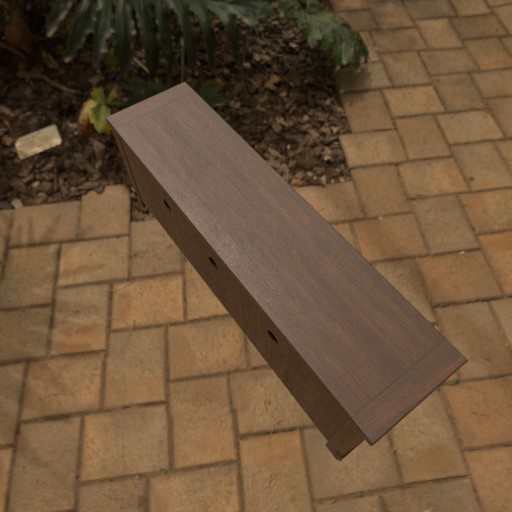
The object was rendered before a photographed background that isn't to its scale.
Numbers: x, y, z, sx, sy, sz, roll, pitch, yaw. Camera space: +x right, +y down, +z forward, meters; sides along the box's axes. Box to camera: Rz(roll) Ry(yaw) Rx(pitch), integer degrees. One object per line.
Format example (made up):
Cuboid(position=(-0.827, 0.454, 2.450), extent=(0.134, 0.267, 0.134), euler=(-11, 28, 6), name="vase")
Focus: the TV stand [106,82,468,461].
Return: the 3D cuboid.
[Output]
Cuboid(position=(0.000, 0.000, 2.121), extent=(0.471, 0.615, 1.866), euler=(-32, 64, -18), name="TV stand")
